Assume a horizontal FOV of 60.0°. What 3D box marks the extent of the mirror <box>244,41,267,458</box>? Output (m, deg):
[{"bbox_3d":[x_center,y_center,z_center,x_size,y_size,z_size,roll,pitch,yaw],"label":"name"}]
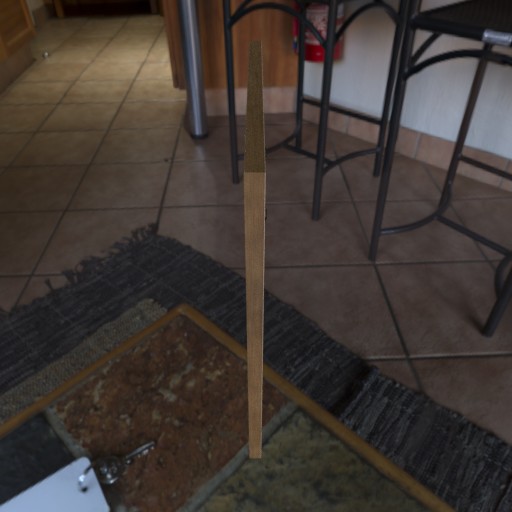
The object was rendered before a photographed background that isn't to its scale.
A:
[{"bbox_3d":[0.000,0.000,1.347,0.040,1.016,0.762,0,41,0],"label":"mirror"}]
